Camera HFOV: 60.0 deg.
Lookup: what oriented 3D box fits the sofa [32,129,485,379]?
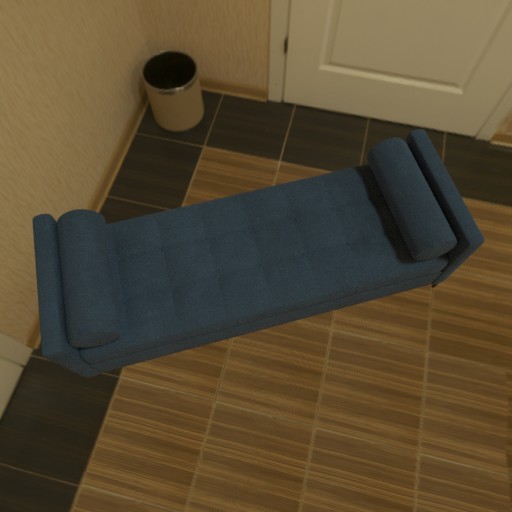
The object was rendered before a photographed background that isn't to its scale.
[{"bbox_3d":[0.000,0.000,2.303,1.981,0.635,0.686,-14,66,-6],"label":"sofa"}]
